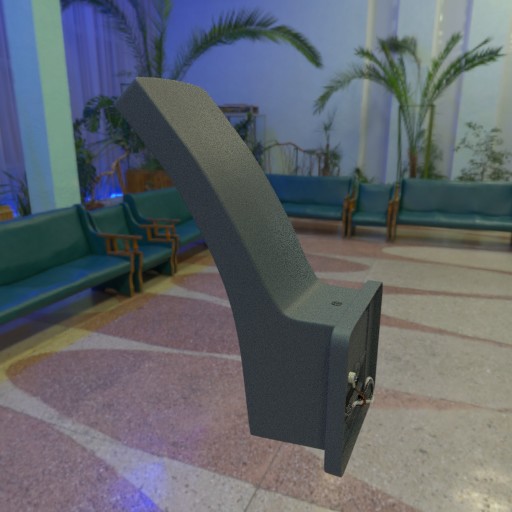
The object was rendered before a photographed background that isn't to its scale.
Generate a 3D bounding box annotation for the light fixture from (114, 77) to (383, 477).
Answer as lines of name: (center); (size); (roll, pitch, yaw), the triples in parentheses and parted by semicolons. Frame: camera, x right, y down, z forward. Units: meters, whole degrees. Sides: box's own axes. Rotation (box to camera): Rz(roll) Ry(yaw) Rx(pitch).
light fixture: (0.000, 0.000, 0.320); (0.174, 0.243, 0.108); (7, 17, 24)
